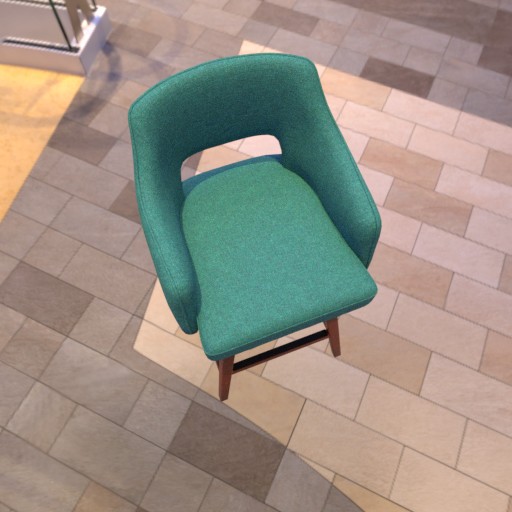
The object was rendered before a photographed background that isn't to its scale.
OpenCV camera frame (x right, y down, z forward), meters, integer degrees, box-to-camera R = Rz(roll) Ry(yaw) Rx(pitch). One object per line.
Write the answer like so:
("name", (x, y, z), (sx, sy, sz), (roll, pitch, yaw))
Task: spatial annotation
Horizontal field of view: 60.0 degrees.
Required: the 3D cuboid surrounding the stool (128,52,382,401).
("stool", (0.000, 0.000, 1.305), (0.548, 0.961, 0.556), (-19, 64, -9))
